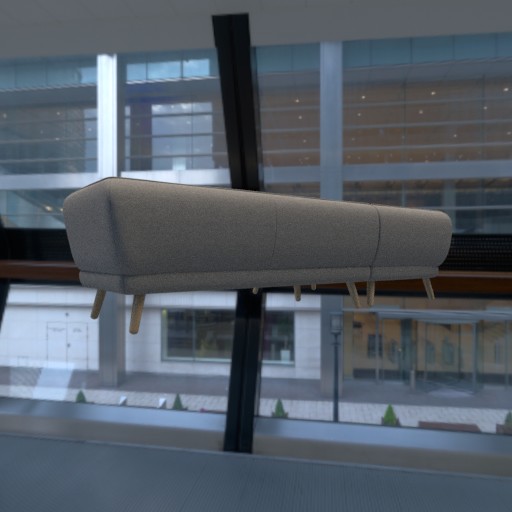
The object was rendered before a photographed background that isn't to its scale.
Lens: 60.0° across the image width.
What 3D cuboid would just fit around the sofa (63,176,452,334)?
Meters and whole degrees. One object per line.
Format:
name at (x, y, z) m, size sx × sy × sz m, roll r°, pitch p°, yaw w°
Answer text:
sofa at (0.000, 0.000, 3.202) m, size 2.653 × 0.693 × 1.532 m, roll 0°, pitch 0°, yaw -37°
